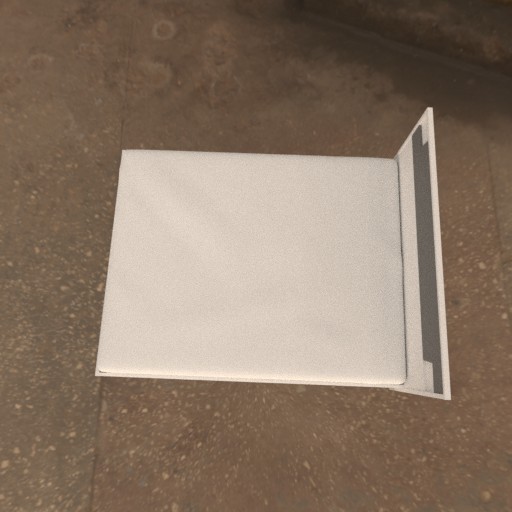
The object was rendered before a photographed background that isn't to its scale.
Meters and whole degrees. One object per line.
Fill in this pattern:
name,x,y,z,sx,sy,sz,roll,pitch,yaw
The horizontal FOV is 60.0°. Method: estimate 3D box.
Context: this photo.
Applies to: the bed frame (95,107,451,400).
bed frame,0.000,0.000,3.009,2.100,1.001,1.711,2,76,1
